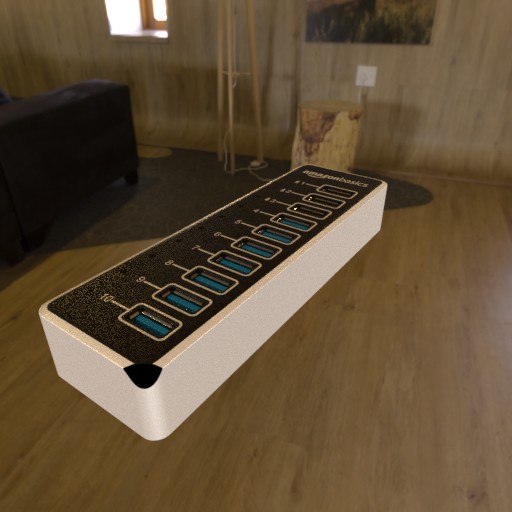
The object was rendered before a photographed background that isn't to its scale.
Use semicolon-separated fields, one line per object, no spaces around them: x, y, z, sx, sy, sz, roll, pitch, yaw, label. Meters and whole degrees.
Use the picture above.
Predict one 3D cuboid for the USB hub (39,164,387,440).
0.000;0.000;0.163;0.044;0.023;0.145;20;36;30;USB hub
